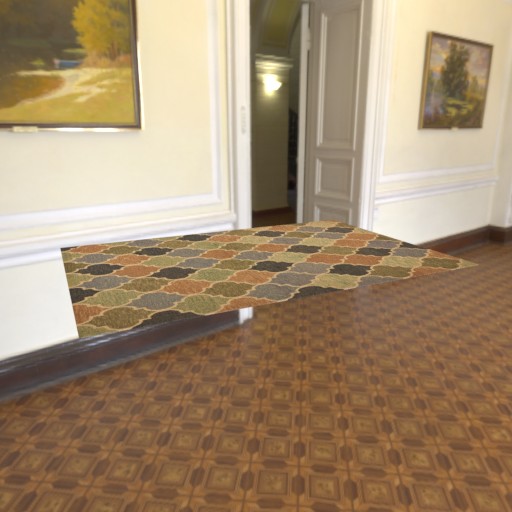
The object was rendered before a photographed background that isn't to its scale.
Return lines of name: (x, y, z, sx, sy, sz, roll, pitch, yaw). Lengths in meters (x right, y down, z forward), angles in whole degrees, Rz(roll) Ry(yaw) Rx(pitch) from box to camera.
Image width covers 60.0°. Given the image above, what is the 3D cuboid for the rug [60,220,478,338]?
rug: (0.000, 0.000, 2.892, 2.284, 0.006, 1.521, -8, 18, -24)
